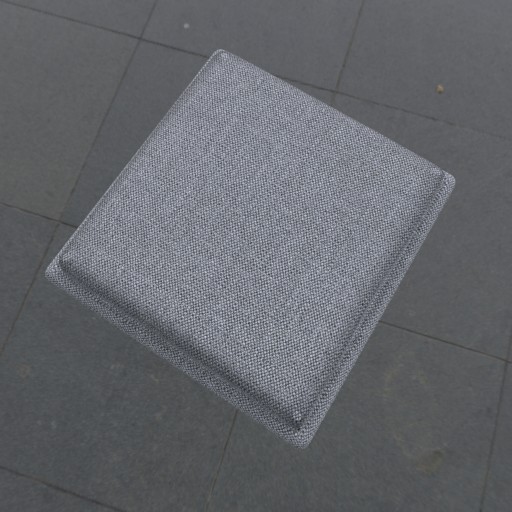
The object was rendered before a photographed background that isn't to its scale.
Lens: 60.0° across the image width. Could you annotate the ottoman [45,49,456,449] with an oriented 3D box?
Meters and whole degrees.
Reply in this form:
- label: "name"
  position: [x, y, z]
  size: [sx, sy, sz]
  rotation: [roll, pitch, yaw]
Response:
- label: "ottoman"
  position: [0.000, 0.000, 0.811]
  size: [0.436, 0.487, 0.454]
  rotation: [32, 78, 8]
